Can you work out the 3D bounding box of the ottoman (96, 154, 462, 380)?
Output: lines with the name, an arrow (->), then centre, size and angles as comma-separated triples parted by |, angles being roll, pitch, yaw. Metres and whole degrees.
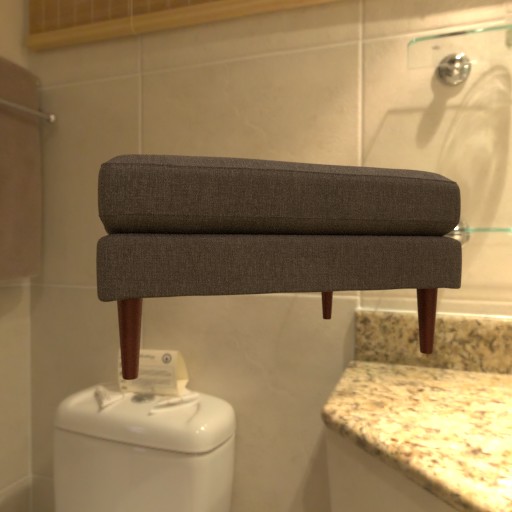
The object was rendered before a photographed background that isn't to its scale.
ottoman -> 0.000, 0.000, 1.246 | 0.821, 0.474, 0.693 | 0, 1, -18
